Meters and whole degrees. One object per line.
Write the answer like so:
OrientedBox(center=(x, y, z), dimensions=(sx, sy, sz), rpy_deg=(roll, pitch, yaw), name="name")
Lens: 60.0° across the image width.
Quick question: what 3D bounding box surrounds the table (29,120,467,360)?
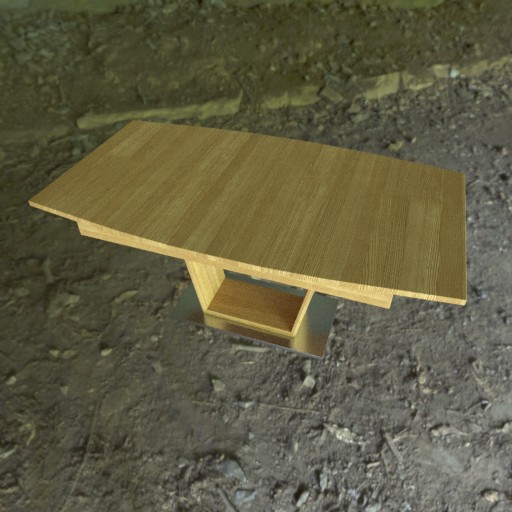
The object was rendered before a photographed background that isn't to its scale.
OrientedBox(center=(0.000, 0.000, 2.038), dimensions=(1.598, 0.748, 0.900), rpy_deg=(13, 43, 14), name="table")
